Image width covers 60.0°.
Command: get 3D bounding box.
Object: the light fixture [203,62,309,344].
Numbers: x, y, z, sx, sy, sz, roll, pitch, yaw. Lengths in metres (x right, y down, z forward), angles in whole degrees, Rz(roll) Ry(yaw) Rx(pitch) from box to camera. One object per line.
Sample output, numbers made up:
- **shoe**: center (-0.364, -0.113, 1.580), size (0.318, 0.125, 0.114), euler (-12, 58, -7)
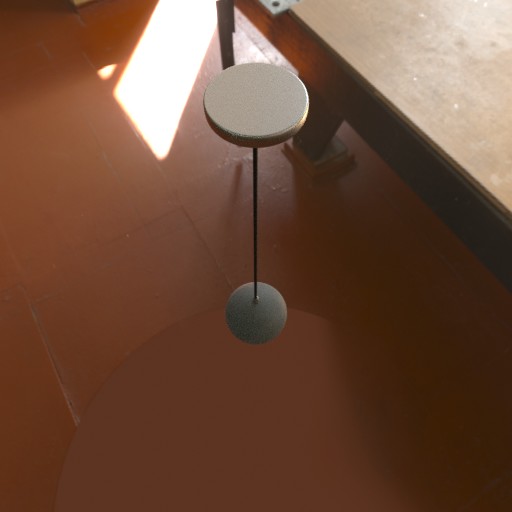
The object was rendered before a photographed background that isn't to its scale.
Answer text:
- **light fixture**: center (0.000, 0.000, 0.833), size (0.153, 0.760, 0.153), euler (3, 62, 1)
